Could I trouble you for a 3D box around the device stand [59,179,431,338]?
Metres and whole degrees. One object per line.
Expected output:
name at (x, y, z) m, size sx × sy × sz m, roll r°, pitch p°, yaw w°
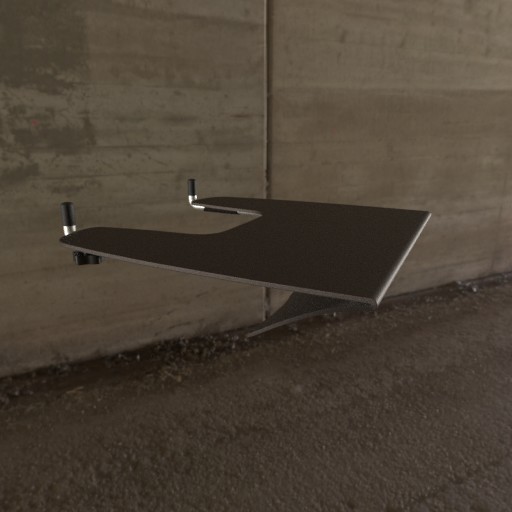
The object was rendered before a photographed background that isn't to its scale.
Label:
device stand at (0.000, 0.000, 0.346) m, size 0.230 × 0.092 × 0.230 m, roll 8°, pitch 18°, yaw 25°
